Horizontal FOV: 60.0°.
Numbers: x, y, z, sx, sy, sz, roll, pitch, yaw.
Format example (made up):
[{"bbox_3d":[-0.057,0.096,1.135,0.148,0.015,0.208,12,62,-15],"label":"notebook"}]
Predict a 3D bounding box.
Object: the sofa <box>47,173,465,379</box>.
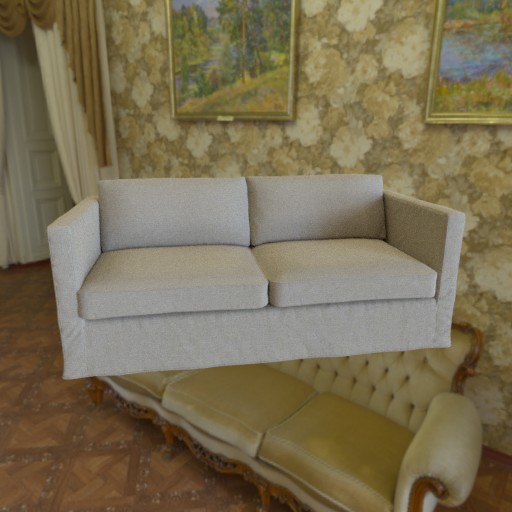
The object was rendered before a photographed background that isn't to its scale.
[{"bbox_3d":[0.000,0.000,2.518,1.987,0.847,0.956,-3,16,-9],"label":"sofa"}]
